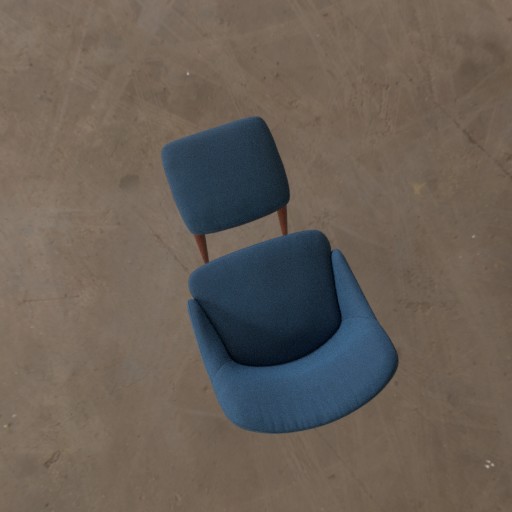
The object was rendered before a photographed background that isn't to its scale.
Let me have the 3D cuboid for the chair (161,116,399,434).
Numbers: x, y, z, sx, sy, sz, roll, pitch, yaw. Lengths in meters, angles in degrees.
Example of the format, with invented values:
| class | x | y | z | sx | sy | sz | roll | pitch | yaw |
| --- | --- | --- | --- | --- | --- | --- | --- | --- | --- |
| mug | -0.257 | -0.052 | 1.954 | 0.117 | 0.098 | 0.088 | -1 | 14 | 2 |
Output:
| class | x | y | z | sx | sy | sz | roll | pitch | yaw |
| --- | --- | --- | --- | --- | --- | --- | --- | --- | --- |
| chair | 0.000 | 0.000 | 1.635 | 0.584 | 0.866 | 1.114 | -19 | 78 | -4 |
